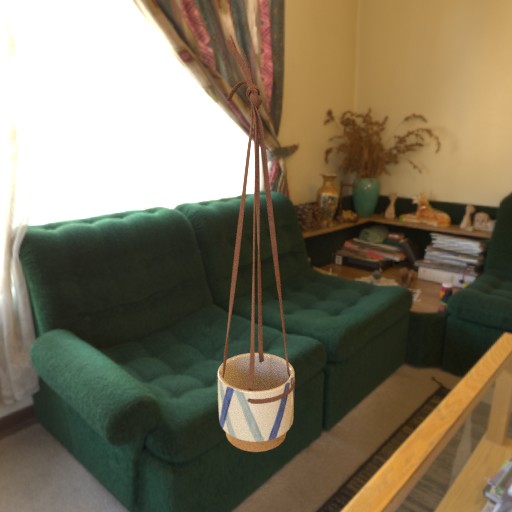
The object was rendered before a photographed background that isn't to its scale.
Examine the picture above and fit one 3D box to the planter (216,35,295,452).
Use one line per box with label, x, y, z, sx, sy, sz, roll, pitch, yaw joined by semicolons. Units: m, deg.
planter;0.000;0.000;0.817;0.157;0.753;0.153;7;17;25
